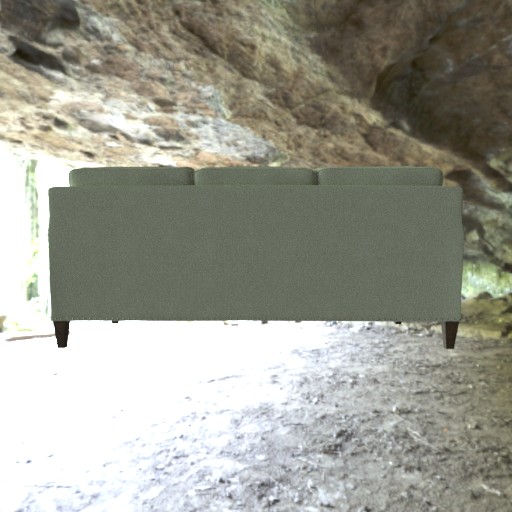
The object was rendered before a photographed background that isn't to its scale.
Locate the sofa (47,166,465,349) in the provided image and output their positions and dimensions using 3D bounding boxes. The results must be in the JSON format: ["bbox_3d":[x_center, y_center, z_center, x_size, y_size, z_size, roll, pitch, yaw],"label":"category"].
[{"bbox_3d":[0.000,0.000,2.820,2.246,1.003,1.084,0,0,0],"label":"sofa"}]
